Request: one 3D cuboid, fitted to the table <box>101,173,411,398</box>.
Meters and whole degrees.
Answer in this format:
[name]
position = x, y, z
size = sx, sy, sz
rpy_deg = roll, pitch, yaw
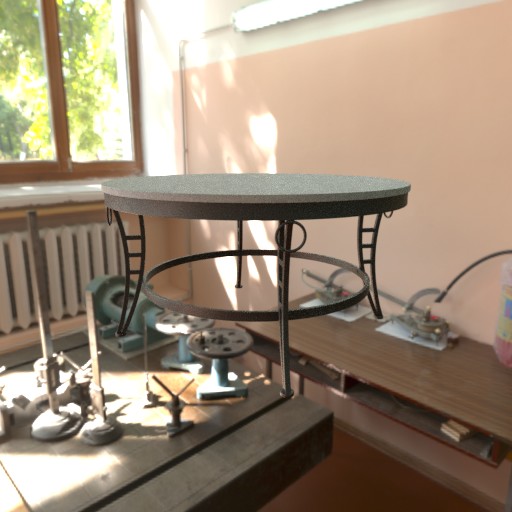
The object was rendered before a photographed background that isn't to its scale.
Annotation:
[table]
position = 0.000, 0.000, 1.397
size = 0.889, 0.470, 0.889
rpy_deg = 0, 13, 0
